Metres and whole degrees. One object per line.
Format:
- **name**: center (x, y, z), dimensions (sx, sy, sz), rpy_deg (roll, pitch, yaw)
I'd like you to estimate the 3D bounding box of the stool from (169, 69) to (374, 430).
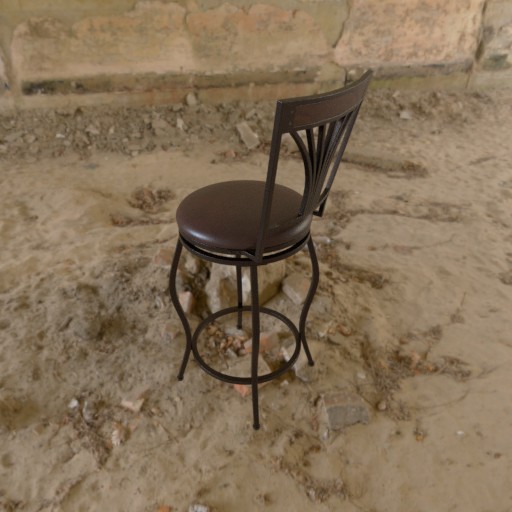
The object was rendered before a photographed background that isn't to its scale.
- **stool**: center (0.000, 0.000, 1.438), dimensions (0.514, 1.117, 0.433), rpy_deg (22, 38, 30)
